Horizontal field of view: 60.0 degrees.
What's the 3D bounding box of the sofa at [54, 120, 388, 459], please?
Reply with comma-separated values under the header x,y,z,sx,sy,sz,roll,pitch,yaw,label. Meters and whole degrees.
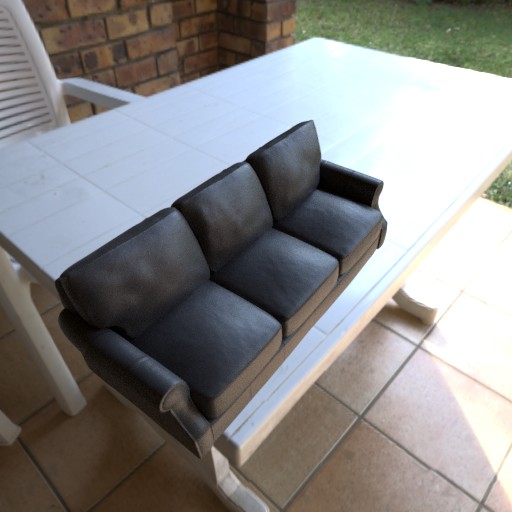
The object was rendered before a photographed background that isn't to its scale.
x,y,z,sx,sy,sz,roll,pitch,yaw,label
0.000,0.000,2.903,0.974,0.977,2.387,26,47,27,sofa
